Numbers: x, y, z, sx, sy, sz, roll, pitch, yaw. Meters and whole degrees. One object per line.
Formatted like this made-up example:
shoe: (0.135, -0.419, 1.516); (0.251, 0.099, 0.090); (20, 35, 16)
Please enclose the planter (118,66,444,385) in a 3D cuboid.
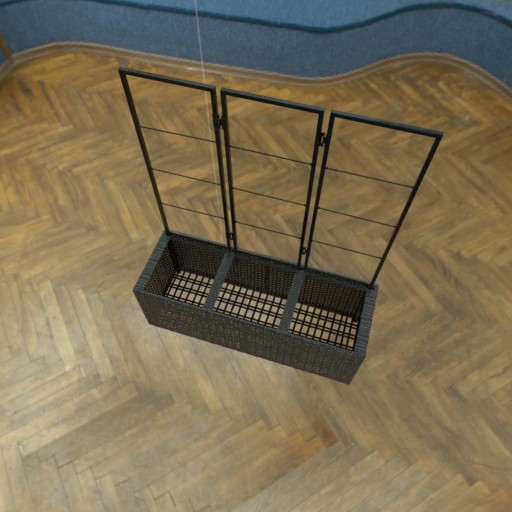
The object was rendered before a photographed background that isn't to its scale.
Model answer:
planter: (0.000, 0.000, 1.176); (0.699, 0.841, 0.244); (15, 58, 9)
